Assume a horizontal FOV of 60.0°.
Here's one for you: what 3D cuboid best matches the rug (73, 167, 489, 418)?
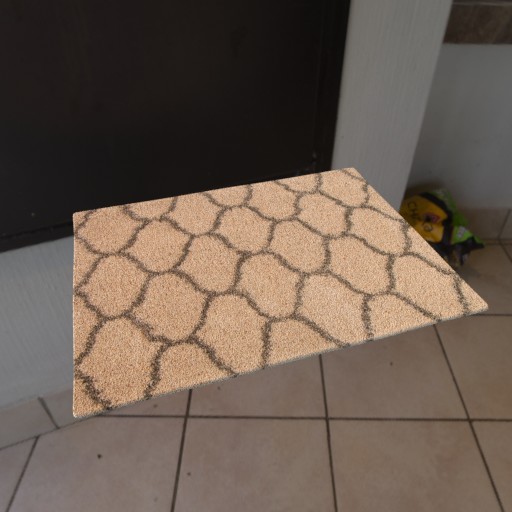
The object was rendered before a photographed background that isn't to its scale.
[{"bbox_3d":[0.000,0.000,2.035,1.600,0.025,1.200,-11,41,-13],"label":"rug"}]
